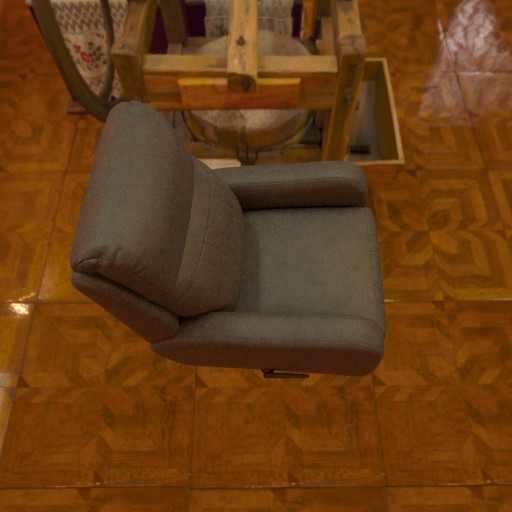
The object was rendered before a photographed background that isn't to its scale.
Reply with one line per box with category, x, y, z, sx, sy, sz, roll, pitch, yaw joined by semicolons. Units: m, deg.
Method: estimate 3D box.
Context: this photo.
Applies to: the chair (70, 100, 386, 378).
chair;0.000;0.000;1.782;1.067;1.067;0.865;1;63;1
